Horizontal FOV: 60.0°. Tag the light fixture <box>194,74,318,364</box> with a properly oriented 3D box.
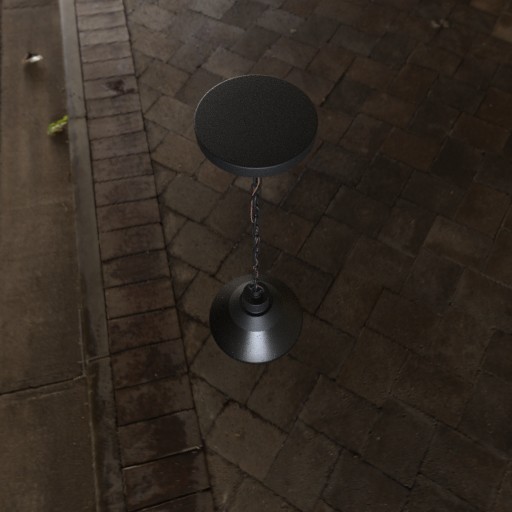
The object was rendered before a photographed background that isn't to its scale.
[{"bbox_3d":[0.000,0.000,0.689,0.201,0.588,0.201,17,64,8],"label":"light fixture"}]
